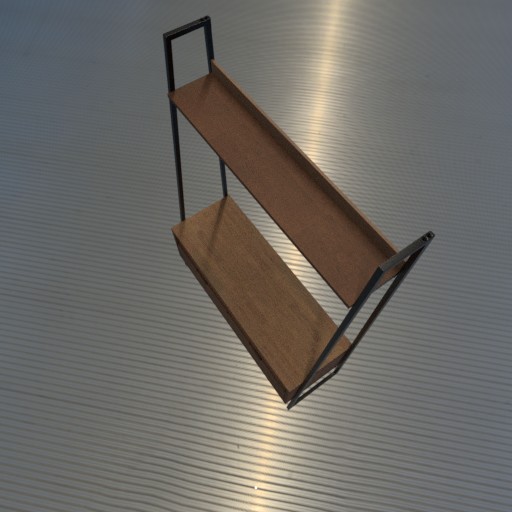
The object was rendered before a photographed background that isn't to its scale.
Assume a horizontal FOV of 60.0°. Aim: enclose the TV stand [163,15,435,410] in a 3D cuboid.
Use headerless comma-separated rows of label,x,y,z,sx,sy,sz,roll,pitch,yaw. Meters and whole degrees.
TV stand,0.000,0.000,2.265,0.432,1.772,1.250,-32,67,-15
